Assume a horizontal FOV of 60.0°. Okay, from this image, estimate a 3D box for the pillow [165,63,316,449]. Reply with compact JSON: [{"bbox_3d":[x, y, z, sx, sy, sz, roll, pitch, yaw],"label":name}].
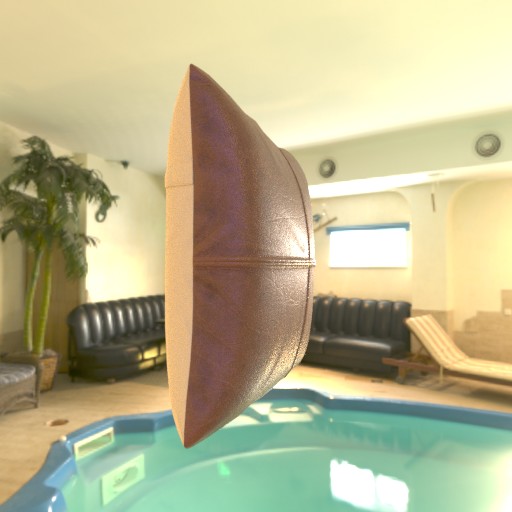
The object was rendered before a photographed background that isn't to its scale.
[{"bbox_3d":[0.000,0.000,0.744,0.192,0.470,0.484,0,-1,18],"label":"pillow"}]
